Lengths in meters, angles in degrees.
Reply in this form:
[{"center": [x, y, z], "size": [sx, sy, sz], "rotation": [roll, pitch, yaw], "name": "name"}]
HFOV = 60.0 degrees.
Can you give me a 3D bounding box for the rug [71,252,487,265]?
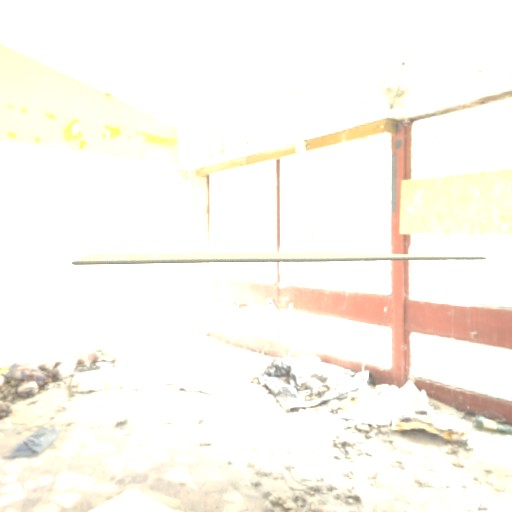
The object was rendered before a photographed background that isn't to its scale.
[{"center": [0.000, 0.000, 4.191], "size": [3.066, 0.030, 2.462], "rotation": [0, 1, -19], "name": "rug"}]
